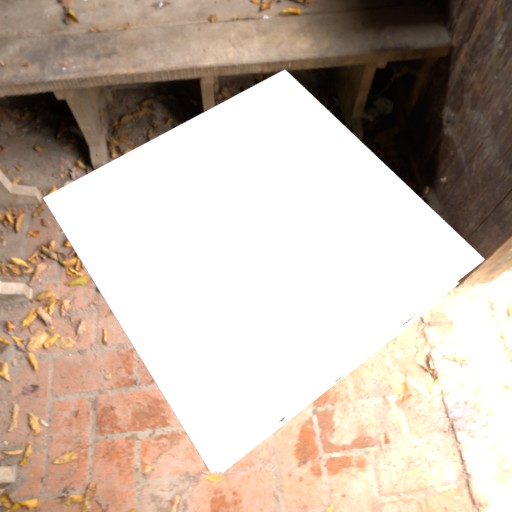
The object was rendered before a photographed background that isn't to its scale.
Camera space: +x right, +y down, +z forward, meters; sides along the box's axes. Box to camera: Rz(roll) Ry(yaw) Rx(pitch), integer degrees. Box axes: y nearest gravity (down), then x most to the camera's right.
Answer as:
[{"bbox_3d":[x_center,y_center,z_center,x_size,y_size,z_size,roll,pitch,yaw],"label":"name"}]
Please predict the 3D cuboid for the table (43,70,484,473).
[{"bbox_3d":[0.000,0.000,1.111,0.700,0.289,0.700,-33,69,-15],"label":"table"}]
